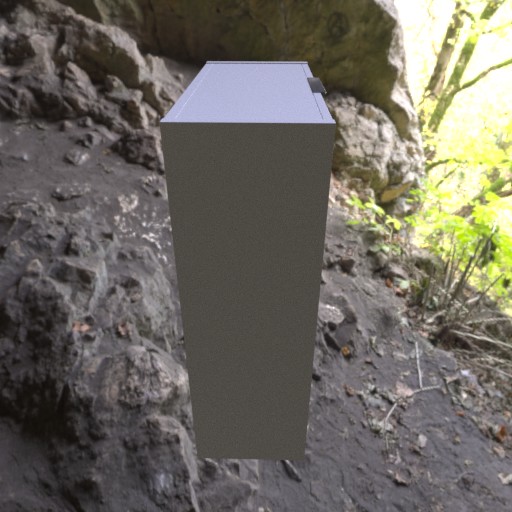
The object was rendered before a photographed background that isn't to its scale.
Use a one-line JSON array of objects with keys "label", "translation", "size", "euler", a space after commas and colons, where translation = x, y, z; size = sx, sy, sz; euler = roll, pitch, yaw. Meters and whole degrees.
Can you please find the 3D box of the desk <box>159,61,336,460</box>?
[{"label": "desk", "translation": [0.000, 0.000, 1.615], "size": [0.390, 1.190, 0.850], "euler": [1, 32, 1]}]
